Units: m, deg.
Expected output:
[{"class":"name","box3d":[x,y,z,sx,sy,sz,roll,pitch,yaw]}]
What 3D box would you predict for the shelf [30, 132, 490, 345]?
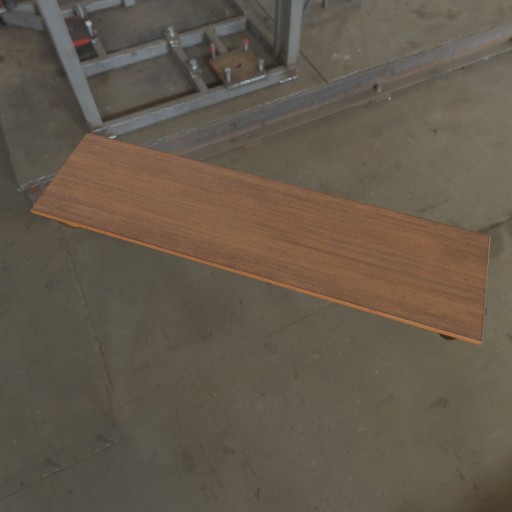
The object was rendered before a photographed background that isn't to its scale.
[{"class":"shelf","box3d":[0.000,0.000,0.712,0.636,0.190,0.166,16,61,9]}]
